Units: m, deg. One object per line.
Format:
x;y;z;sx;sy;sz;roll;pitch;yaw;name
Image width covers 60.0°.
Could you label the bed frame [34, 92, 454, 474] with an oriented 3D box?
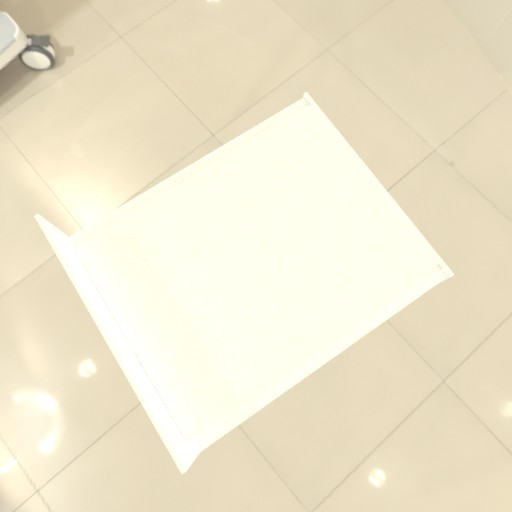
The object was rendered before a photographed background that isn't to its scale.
0.000;0.000;2.877;1.960;0.800;1.622;-33;77;-8;bed frame
